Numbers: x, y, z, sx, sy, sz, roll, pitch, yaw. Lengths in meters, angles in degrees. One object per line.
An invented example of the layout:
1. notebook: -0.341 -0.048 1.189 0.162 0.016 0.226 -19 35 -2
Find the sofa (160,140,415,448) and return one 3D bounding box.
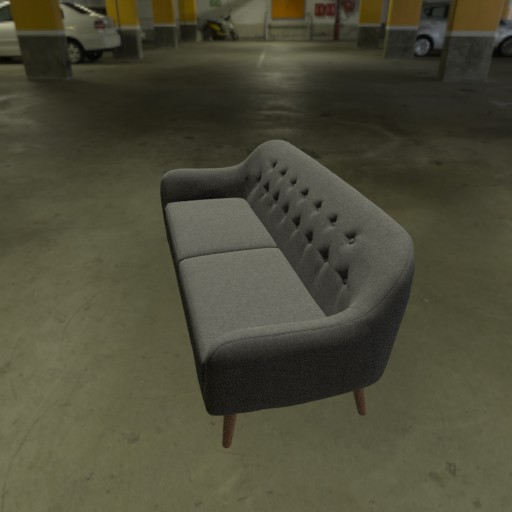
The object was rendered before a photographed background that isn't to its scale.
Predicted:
1. sofa: 0.000 0.000 2.271 0.820 0.820 1.840 -7 29 -13
